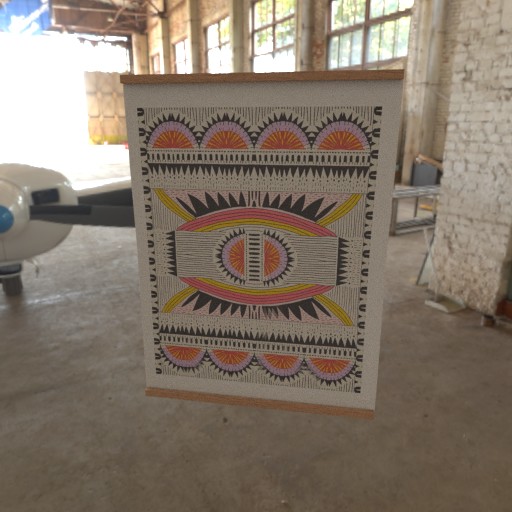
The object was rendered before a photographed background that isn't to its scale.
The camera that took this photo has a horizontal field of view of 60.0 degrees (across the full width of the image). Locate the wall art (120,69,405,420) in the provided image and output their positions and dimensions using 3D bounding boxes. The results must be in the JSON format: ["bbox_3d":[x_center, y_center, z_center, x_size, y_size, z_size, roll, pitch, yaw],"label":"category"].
[{"bbox_3d":[0.000,0.000,0.795,0.456,0.609,0.028,3,17,9],"label":"wall art"}]
